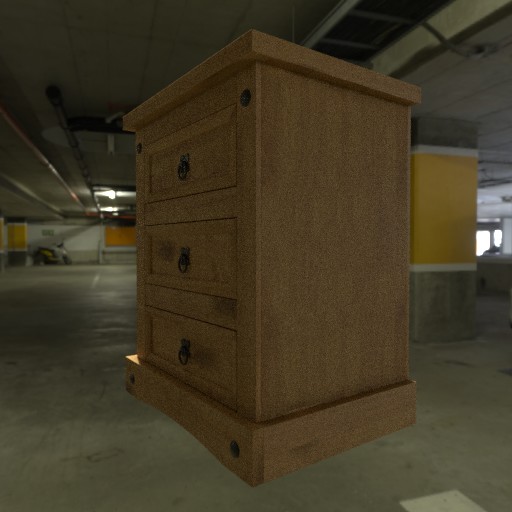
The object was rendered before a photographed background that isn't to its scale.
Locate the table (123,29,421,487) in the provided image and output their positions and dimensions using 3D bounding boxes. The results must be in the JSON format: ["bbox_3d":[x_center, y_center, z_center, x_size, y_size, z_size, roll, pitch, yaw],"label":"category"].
[{"bbox_3d":[0.000,0.000,1.194,0.500,0.813,0.660,-1,2,-36],"label":"table"}]
